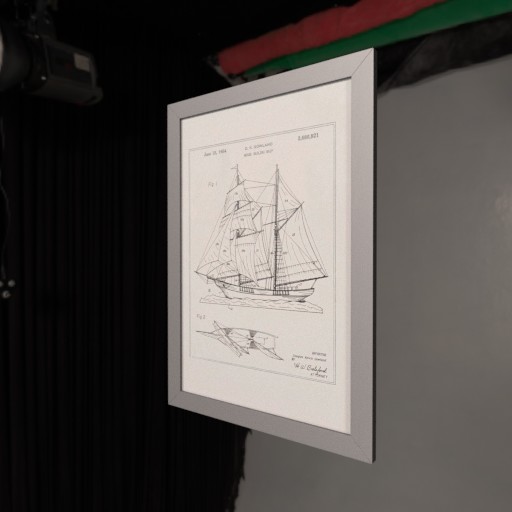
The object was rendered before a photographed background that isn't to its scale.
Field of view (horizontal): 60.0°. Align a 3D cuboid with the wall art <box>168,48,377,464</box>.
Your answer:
[{"bbox_3d":[0.000,0.000,0.684,0.380,0.534,0.013,1,1,36],"label":"wall art"}]
